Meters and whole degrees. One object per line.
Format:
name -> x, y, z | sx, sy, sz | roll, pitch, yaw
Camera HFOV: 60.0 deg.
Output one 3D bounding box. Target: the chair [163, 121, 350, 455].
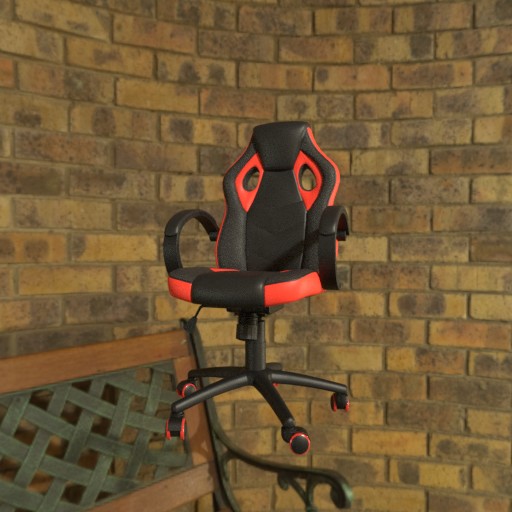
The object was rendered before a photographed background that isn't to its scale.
chair -> 0.000, 0.000, 1.462 | 0.600, 1.016, 0.642 | 0, 1, 18
